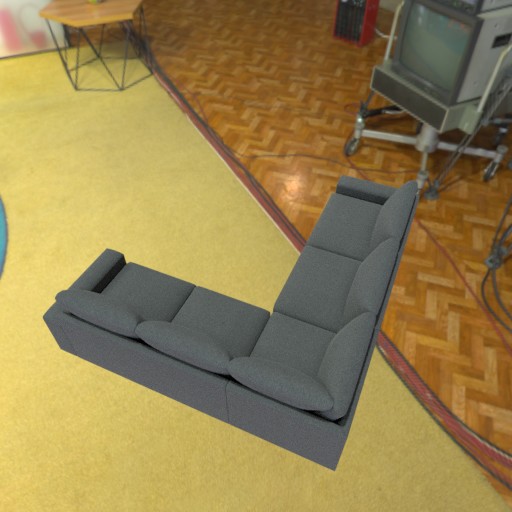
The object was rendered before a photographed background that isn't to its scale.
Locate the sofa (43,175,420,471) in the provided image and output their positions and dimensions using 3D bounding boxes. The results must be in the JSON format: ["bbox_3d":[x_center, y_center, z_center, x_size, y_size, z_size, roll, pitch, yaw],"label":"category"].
[{"bbox_3d":[0.000,0.000,4.823,2.895,0.965,3.277,18,49,16],"label":"sofa"}]
